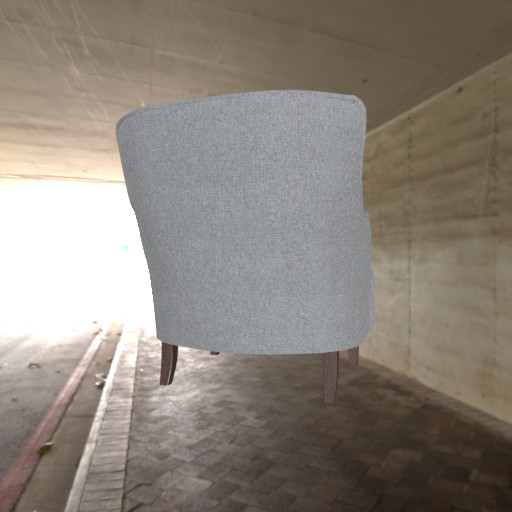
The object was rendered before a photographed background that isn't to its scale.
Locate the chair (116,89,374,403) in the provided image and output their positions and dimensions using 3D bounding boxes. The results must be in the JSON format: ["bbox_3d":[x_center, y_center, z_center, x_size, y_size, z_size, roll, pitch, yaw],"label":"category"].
[{"bbox_3d":[0.000,0.000,1.614,0.820,0.920,0.910,0,0,19],"label":"chair"}]
